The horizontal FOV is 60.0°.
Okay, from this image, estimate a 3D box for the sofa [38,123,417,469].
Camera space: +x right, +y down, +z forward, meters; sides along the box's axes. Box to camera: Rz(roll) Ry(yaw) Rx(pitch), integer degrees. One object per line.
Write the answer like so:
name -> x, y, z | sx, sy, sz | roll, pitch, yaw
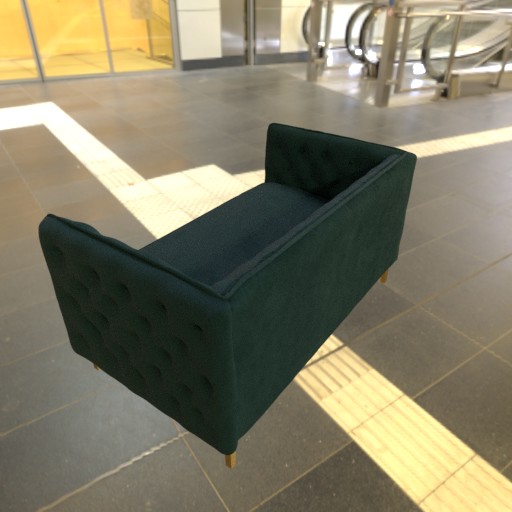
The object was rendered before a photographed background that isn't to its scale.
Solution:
sofa -> 0.000, 0.000, 2.106 | 0.909, 0.810, 1.583 | 21, 38, 30
